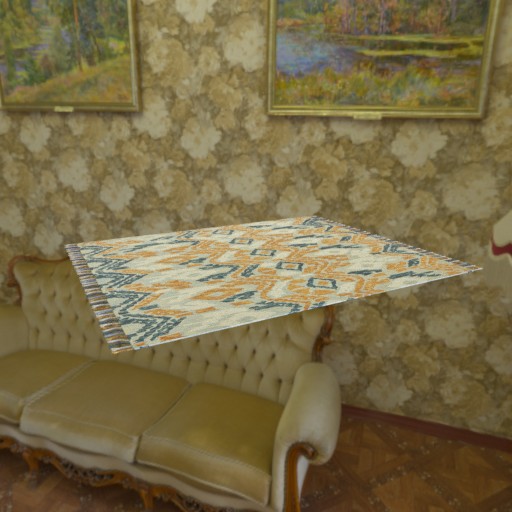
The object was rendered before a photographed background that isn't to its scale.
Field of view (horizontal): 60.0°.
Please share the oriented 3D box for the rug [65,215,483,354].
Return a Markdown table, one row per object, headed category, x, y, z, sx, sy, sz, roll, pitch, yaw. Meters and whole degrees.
| category | x | y | z | sx | sy | sz | roll | pitch | yaw |
| --- | --- | --- | --- | --- | --- | --- | --- | --- | --- |
| rug | 0.000 | 0.000 | 4.078 | 3.048 | 0.010 | 2.439 | -9 | 19 | -27 |
